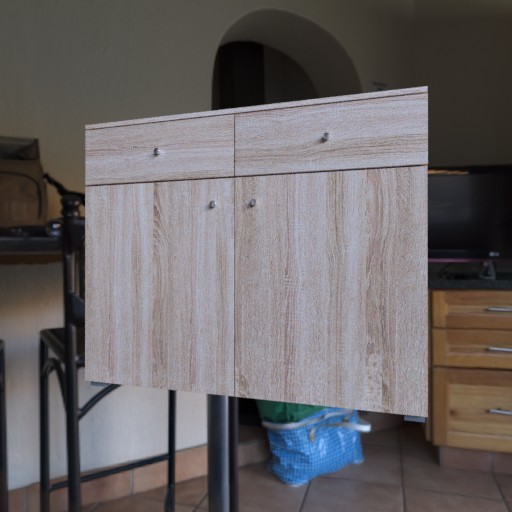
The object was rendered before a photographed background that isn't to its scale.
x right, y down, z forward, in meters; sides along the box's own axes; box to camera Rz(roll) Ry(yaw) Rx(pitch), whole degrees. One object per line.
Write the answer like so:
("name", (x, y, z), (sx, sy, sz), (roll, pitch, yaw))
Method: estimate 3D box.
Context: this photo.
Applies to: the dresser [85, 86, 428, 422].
("dresser", (0.000, 0.000, 1.546), (1.100, 0.900, 0.450), (0, 0, 19))
